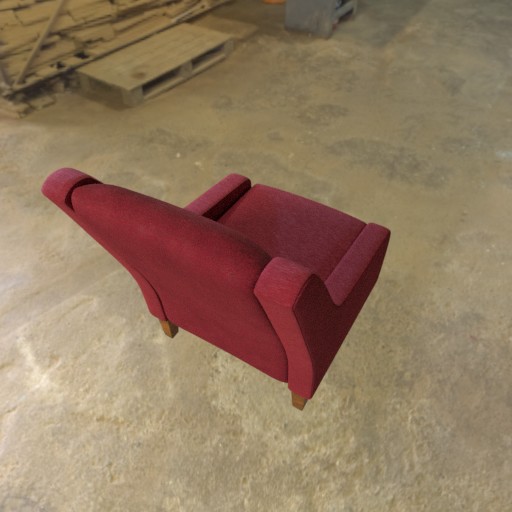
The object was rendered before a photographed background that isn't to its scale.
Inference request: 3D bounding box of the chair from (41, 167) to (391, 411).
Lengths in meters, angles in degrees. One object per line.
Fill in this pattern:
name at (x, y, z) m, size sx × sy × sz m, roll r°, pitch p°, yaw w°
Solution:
chair at (0.000, 0.000, 1.685) m, size 0.793 × 1.017 × 0.985 m, roll 23°, pitch 50°, yaw 22°
